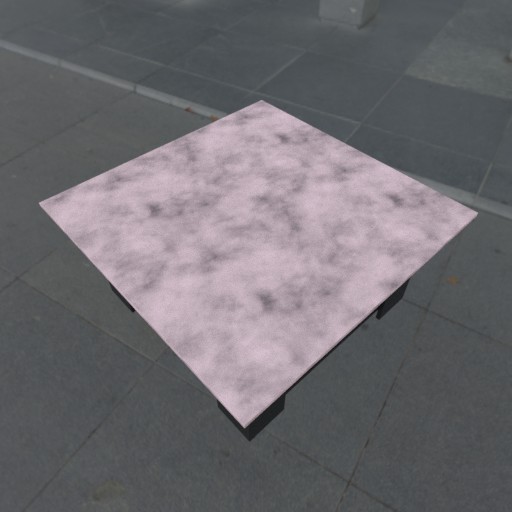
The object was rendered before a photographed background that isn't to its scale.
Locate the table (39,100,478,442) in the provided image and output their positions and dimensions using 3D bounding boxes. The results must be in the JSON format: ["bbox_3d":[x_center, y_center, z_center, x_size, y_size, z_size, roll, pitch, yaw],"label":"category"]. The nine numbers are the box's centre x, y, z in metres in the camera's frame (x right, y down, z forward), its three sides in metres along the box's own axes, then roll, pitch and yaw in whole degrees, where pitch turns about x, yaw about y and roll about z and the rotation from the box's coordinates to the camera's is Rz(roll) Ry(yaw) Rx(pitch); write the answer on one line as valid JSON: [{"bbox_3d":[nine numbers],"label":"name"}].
[{"bbox_3d":[0.000,0.000,1.066,0.670,0.305,0.670,-34,56,-28],"label":"table"}]
